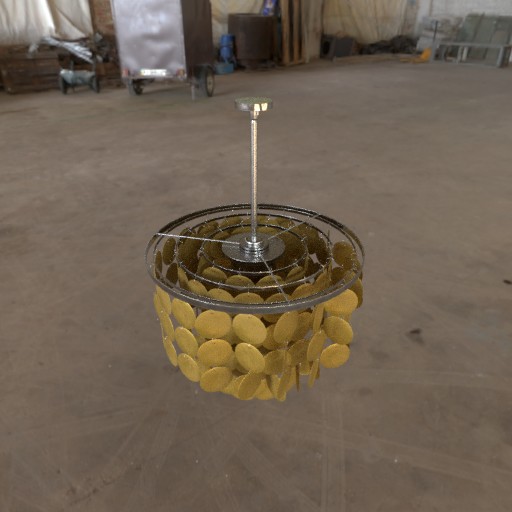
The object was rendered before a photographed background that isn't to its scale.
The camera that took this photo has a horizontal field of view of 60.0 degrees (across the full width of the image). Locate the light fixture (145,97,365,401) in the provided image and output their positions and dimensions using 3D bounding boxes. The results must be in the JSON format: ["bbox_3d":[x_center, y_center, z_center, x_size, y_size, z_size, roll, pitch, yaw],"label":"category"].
[{"bbox_3d":[0.000,0.000,0.734,0.368,0.492,0.368,0,29,0],"label":"light fixture"}]
